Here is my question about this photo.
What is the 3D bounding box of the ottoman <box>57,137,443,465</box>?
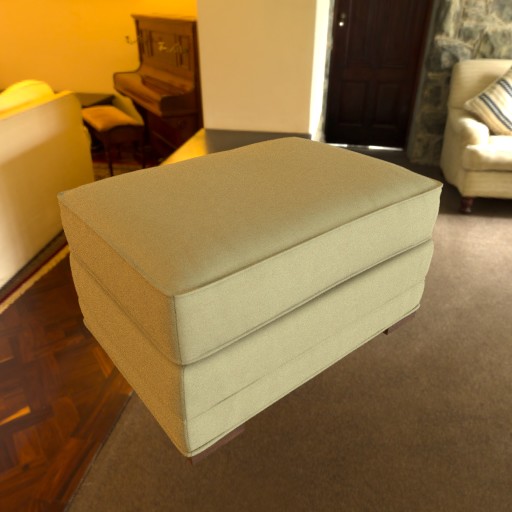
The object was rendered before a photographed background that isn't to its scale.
[{"bbox_3d":[0.000,0.000,1.221,0.848,0.482,0.611,-22,37,-33],"label":"ottoman"}]
